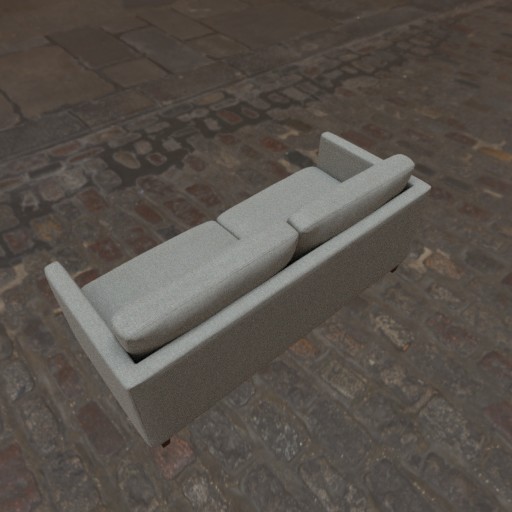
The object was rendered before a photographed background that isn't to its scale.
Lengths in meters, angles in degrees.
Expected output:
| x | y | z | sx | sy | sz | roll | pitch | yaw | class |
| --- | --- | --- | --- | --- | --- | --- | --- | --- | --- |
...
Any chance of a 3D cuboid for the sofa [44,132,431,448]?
| x | y | z | sx | sy | sz | roll | pitch | yaw | class |
| --- | --- | --- | --- | --- | --- | --- | --- | --- | --- |
| 0.000 | 0.000 | 2.774 | 2.208 | 0.963 | 0.956 | -31 | 53 | -27 | sofa |
